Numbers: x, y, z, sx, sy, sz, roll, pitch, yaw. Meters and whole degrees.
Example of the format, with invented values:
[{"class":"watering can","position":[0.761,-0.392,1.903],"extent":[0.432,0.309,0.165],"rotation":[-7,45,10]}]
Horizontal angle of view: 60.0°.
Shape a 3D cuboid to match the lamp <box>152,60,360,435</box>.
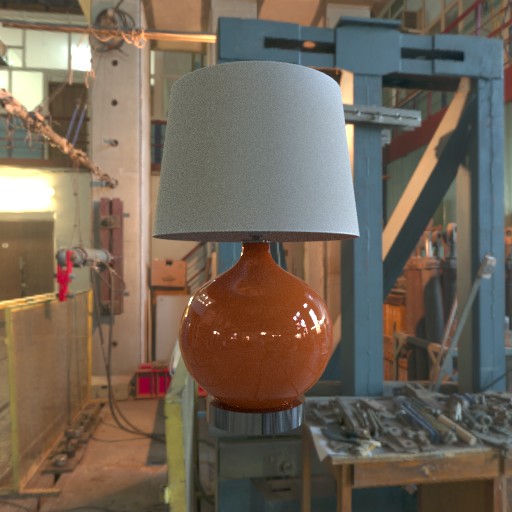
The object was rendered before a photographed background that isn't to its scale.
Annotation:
[{"class":"lamp","position":[0.000,0.000,0.540],"extent":[0.247,0.387,0.247],"rotation":[0,-1,0]}]
